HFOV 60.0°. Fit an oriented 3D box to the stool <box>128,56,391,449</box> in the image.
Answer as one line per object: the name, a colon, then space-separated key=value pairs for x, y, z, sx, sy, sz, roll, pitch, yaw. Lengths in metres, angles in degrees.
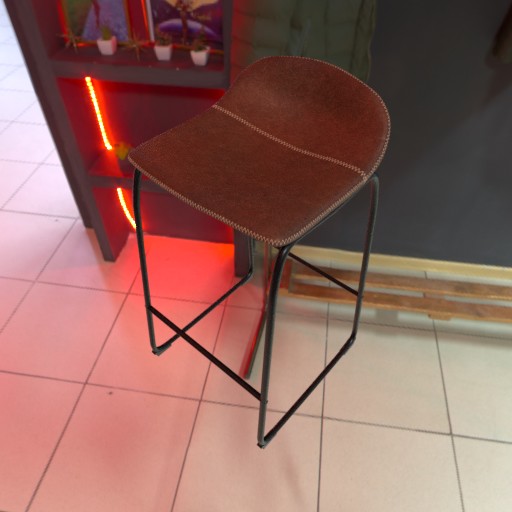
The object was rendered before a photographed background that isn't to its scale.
stool: x=0.000 y=0.000 z=1.121 sx=0.454 sy=0.830 sz=0.473 roll=32 pitch=53 yaw=28
